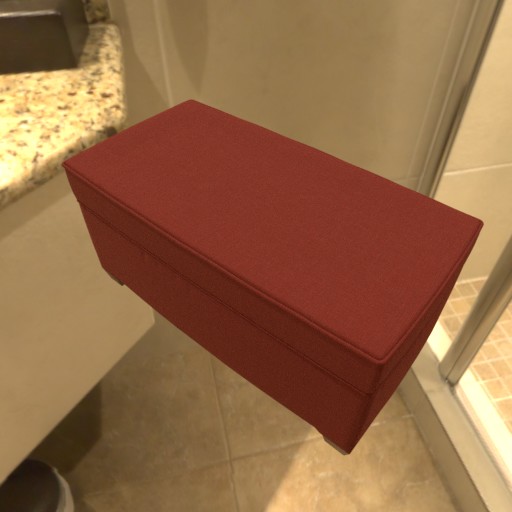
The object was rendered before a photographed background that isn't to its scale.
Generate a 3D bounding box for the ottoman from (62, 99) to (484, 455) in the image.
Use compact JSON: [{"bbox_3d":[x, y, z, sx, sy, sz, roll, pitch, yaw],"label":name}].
[{"bbox_3d":[0.000,0.000,1.212,0.948,0.454,0.497,30,53,27],"label":"ottoman"}]
